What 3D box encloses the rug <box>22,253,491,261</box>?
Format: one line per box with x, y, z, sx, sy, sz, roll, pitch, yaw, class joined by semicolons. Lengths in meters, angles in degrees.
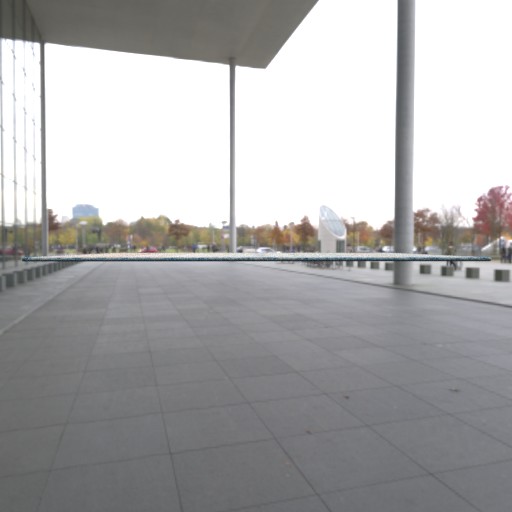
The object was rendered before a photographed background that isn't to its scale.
0.000;0.000;2.329;1.829;0.016;1.219;0;1;-1;rug
